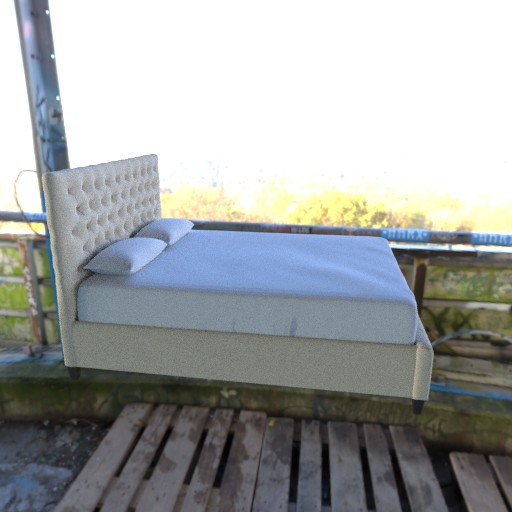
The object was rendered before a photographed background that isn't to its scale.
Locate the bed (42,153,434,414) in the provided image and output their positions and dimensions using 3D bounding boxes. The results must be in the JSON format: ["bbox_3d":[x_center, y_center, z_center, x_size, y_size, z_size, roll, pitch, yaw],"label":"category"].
[{"bbox_3d":[0.000,0.000,3.459,2.387,1.427,1.698,3,17,9],"label":"bed"}]
